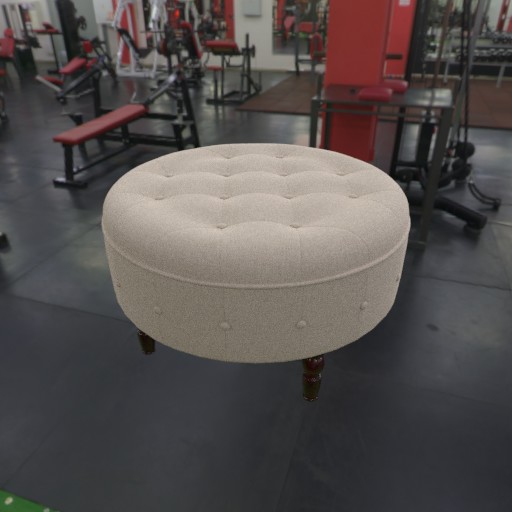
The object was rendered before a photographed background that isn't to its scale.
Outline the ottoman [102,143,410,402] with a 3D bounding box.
[{"bbox_3d":[0.000,0.000,1.354,0.848,0.494,0.848,0,30,0],"label":"ottoman"}]
